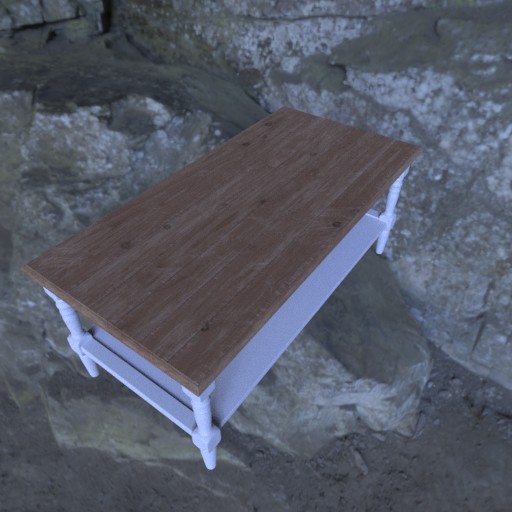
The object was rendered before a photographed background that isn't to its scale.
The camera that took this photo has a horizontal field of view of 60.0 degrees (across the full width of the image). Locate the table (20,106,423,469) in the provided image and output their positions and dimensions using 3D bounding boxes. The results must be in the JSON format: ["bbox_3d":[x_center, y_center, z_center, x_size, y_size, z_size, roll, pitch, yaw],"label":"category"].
[{"bbox_3d":[0.000,0.000,1.400,0.559,0.458,1.118,26,48,26],"label":"table"}]
